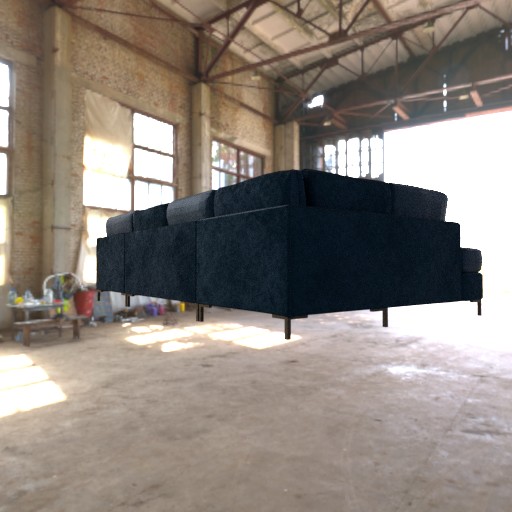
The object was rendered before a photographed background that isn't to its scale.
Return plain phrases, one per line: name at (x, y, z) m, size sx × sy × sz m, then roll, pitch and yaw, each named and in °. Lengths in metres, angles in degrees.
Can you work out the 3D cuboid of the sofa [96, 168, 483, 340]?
sofa at (0.000, 0.000, 4.326) m, size 2.055 × 0.992 × 3.434 m, roll 1°, pitch -2°, yaw -36°
